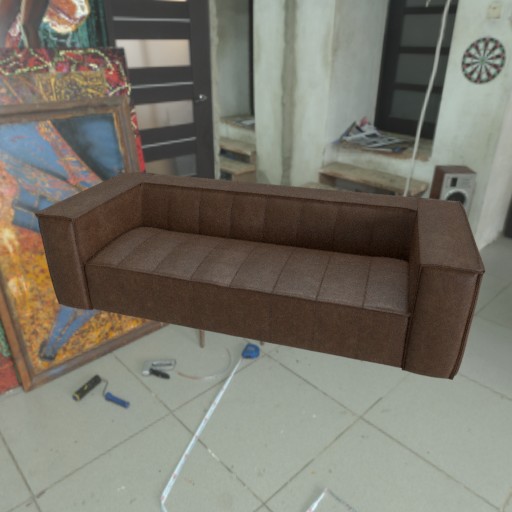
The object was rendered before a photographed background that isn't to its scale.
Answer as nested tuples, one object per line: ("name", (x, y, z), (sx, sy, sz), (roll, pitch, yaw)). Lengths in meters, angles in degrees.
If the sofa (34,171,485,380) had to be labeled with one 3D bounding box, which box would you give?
("sofa", (0.000, 0.000, 2.966), (2.581, 0.701, 1.102), (8, 27, 16))
